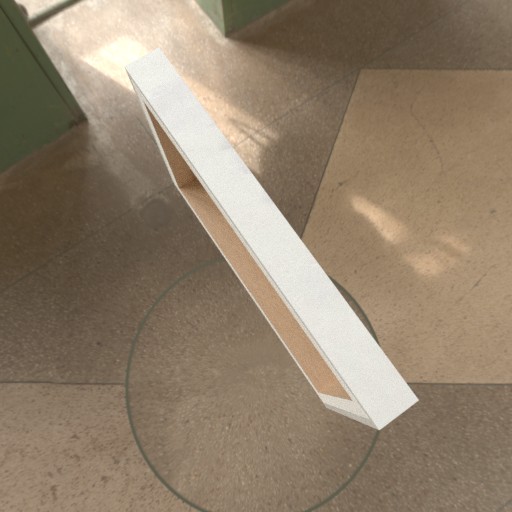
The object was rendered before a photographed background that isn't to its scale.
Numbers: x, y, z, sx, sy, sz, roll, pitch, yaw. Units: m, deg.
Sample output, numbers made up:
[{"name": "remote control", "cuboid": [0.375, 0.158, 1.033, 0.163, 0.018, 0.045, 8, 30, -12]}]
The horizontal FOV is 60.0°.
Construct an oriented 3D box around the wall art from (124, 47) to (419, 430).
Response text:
[{"name": "wall art", "cuboid": [0.000, 0.000, 0.494, 0.038, 0.254, 0.381, -33, 77, -9]}]
